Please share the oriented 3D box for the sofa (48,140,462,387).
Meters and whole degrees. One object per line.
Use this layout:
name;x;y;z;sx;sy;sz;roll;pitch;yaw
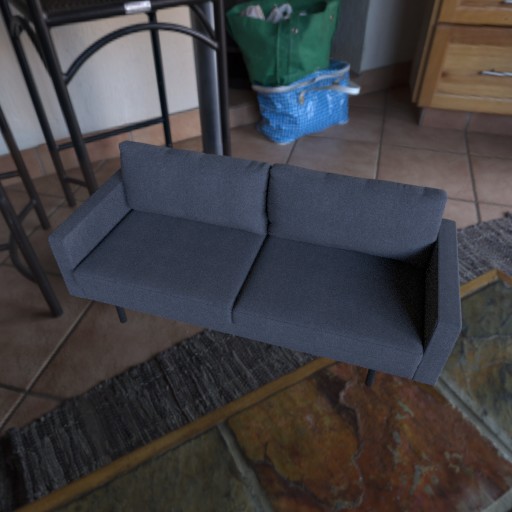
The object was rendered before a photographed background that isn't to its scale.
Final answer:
sofa;0.000;0.000;2.542;2.100;0.880;0.880;12;43;13
